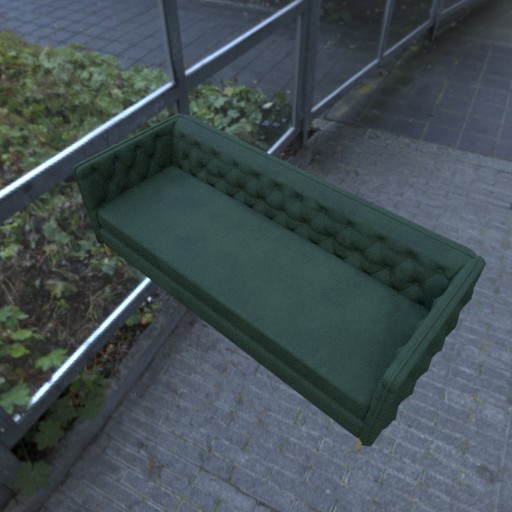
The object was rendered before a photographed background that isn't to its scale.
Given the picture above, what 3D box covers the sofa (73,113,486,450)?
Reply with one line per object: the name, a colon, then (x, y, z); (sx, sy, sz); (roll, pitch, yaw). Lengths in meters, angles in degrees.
sofa: (0.000, 0.000, 2.629); (2.209, 0.771, 0.895); (32, 54, 27)
